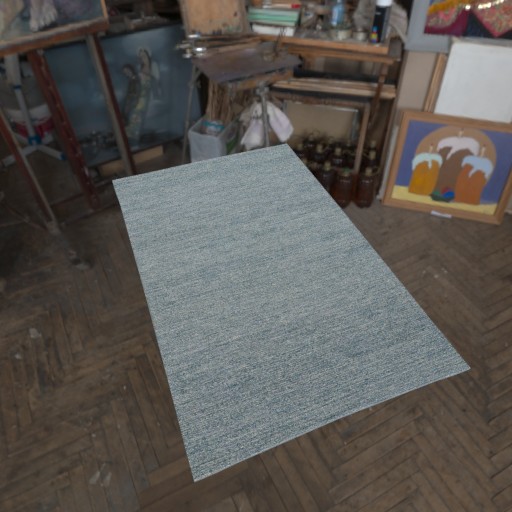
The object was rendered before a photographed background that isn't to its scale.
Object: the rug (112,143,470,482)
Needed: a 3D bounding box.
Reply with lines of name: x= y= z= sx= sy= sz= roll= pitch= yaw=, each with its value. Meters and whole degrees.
rug: x=0.000 y=0.000 z=2.261 sx=1.174 sy=0.022 sz=1.853 roll=-15 pitch=48 yaw=-15
